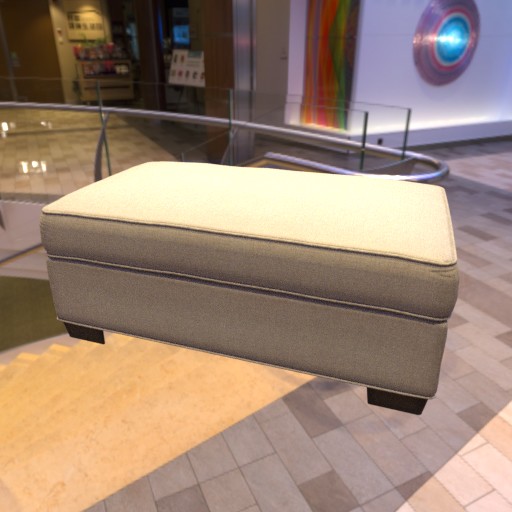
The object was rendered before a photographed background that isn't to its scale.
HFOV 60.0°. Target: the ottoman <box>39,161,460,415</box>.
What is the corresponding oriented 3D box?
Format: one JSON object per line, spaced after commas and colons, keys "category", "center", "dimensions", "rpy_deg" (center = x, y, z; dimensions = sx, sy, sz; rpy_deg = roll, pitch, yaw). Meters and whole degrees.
{"category": "ottoman", "center": [0.000, 0.000, 1.390], "dimensions": [1.097, 0.461, 0.617], "rpy_deg": [8, 27, 16]}
